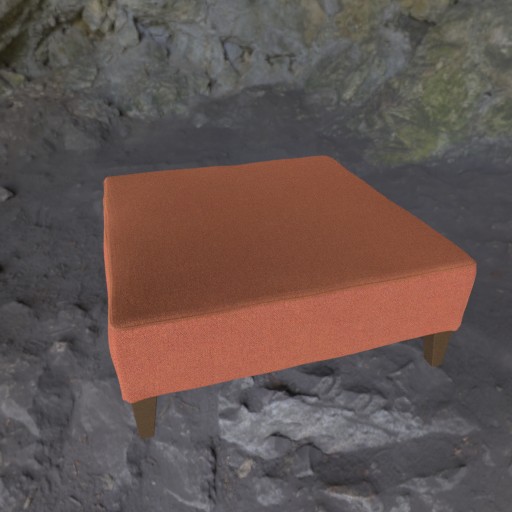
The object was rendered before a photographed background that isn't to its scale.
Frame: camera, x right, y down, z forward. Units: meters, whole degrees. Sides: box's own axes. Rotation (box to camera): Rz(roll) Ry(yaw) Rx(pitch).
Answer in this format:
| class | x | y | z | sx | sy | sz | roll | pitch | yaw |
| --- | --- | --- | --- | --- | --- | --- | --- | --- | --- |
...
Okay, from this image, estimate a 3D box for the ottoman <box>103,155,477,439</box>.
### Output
| class | x | y | z | sx | sy | sz | roll | pitch | yaw |
| --- | --- | --- | --- | --- | --- | --- | --- | --- | --- |
| ottoman | 0.000 | 0.000 | 1.574 | 0.999 | 0.438 | 0.997 | -9 | 32 | -15 |
